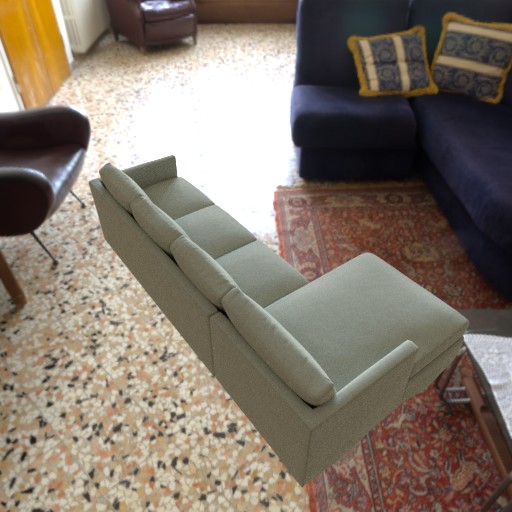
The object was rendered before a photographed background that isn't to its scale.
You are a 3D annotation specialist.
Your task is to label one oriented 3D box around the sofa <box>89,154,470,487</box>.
[{"bbox_3d":[0.000,0.000,3.837,1.650,0.922,3.205,-26,47,-27],"label":"sofa"}]
